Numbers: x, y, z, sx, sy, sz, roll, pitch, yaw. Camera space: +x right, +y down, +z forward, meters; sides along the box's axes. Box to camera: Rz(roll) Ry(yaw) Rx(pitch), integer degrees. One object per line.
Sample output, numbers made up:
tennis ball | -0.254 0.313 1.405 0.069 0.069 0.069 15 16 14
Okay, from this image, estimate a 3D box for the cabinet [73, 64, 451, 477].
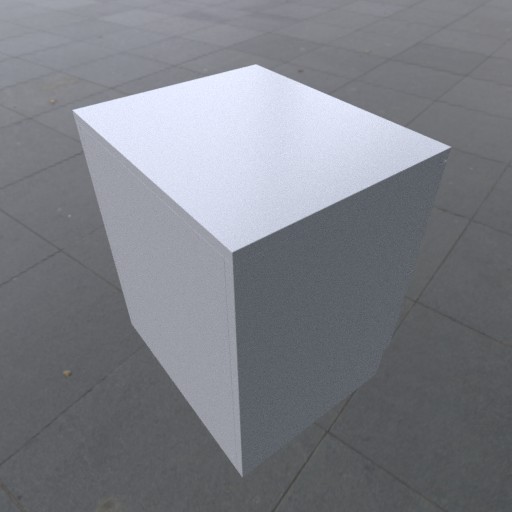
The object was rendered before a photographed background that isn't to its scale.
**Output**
cabinet | 0.000 0.000 0.754 0.360 0.470 0.400 -27 47 -27
